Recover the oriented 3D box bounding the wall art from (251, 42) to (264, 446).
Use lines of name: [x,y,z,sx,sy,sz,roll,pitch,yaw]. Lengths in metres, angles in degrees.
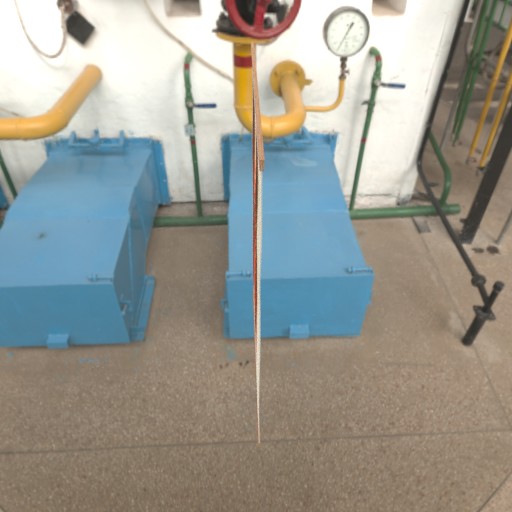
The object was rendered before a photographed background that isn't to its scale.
wall art: [0.000,0.000,1.999,0.019,1.527,1.019,-1,41,-1]
